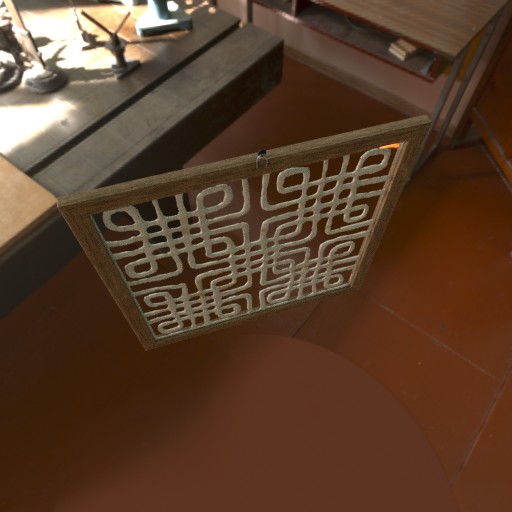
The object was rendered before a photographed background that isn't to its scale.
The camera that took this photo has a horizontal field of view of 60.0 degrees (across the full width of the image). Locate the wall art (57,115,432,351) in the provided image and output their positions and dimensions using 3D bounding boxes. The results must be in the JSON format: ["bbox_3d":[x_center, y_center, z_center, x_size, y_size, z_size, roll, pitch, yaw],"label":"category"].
[{"bbox_3d":[0.000,0.000,0.870,0.561,0.582,0.021,-15,60,-9],"label":"wall art"}]
